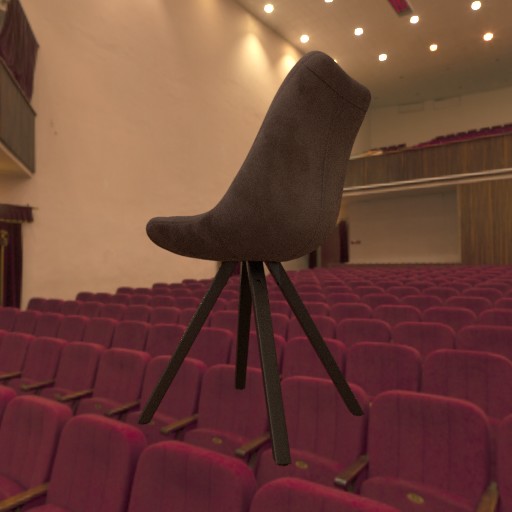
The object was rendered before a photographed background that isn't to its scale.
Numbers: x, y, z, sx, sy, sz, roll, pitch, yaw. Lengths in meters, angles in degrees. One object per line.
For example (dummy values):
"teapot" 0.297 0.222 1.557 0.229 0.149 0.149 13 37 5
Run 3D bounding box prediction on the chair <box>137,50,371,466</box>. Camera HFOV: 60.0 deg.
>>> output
"chair" 0.000 0.000 1.171 0.550 0.850 0.476 -1 -2 36
